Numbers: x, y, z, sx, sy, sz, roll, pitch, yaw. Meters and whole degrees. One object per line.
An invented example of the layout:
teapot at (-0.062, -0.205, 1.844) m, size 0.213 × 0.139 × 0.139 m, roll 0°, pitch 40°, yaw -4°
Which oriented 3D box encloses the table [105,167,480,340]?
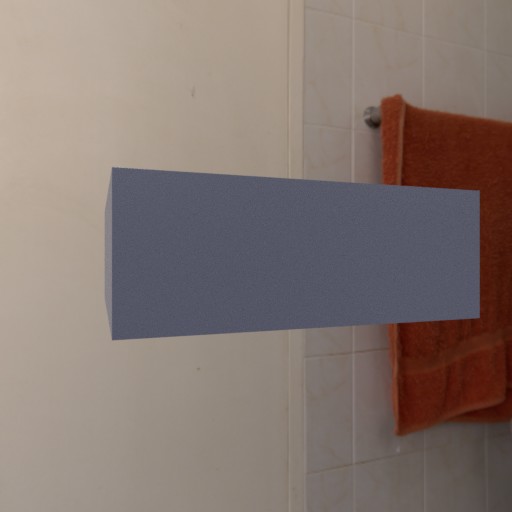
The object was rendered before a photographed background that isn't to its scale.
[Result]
table at (0.000, 0.000, 1.257) m, size 0.801 × 0.299 × 0.801 m, roll 0°, pitch 0°, yaw -20°
